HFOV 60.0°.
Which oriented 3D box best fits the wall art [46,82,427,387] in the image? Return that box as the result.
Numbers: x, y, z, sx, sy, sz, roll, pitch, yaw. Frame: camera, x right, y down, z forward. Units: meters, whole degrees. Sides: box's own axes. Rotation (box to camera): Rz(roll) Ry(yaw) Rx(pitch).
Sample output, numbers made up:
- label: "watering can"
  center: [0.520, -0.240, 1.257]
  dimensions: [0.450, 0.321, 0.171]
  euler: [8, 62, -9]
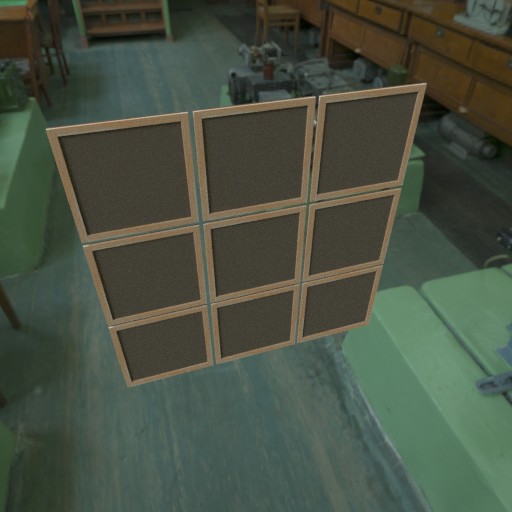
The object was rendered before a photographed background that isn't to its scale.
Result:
- label: "wall art"
  center: [0.000, 0.000, 1.753]
  dimensions: [1.216, 1.218, 0.013]
  euler: [-12, 41, -14]
